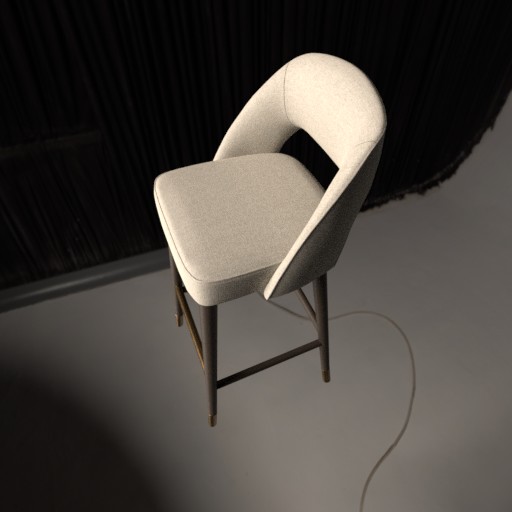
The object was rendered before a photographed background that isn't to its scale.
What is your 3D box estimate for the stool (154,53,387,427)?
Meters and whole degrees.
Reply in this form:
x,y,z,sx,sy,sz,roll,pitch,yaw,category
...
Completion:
x,y,z,sx,sy,sz,roll,pitch,yaw,category
0.000,0.000,1.308,0.509,1.037,0.494,-16,49,-14,stool
